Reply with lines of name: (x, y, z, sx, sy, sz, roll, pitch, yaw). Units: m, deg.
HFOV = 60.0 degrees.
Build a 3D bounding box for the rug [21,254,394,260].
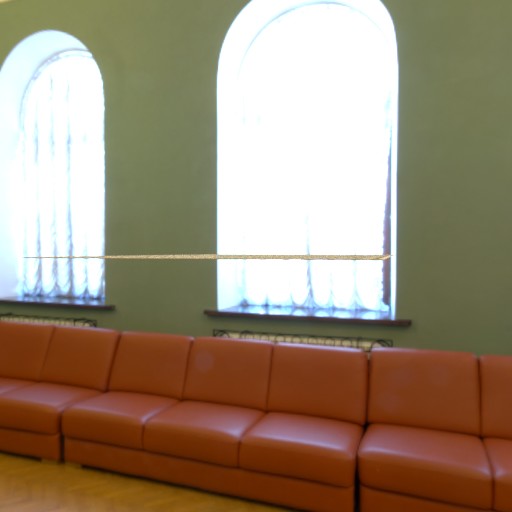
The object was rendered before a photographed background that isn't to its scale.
rug: (0.000, 0.000, 4.135, 2.421, 0.008, 3.045, 0, 1, 19)
